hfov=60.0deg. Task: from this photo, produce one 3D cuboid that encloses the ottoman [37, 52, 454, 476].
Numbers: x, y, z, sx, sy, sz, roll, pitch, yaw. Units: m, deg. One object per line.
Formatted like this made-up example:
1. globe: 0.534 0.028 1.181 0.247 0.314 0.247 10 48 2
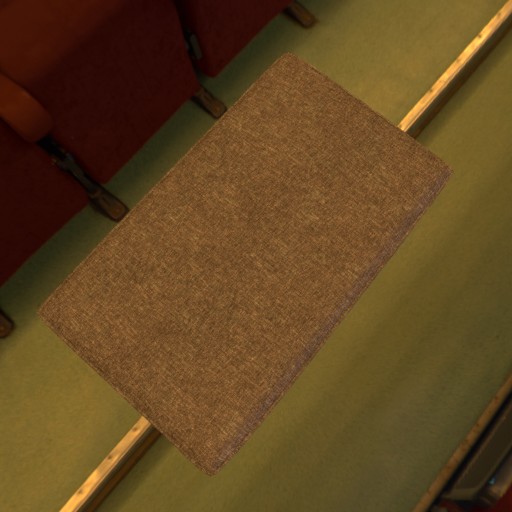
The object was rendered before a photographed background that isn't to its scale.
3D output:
1. ottoman: 0.000 0.000 1.515 0.717 0.487 1.184 40 79 9
